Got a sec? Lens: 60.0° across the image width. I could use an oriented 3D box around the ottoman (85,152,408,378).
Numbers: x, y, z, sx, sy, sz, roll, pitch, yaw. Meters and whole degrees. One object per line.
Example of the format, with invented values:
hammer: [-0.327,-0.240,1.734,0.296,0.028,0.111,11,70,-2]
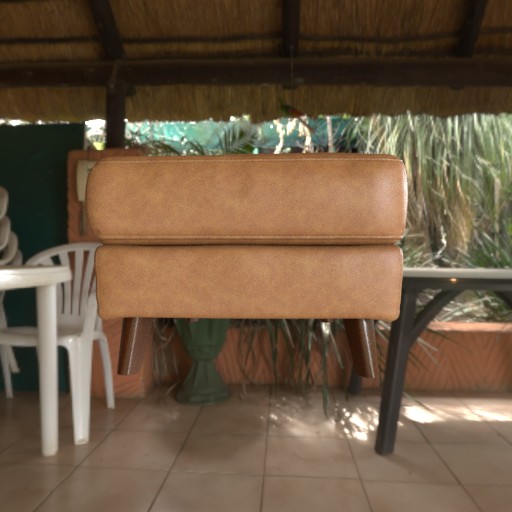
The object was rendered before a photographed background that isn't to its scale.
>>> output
ottoman: [0.000,0.000,1.212,0.630,0.461,0.869,0,0,2]
